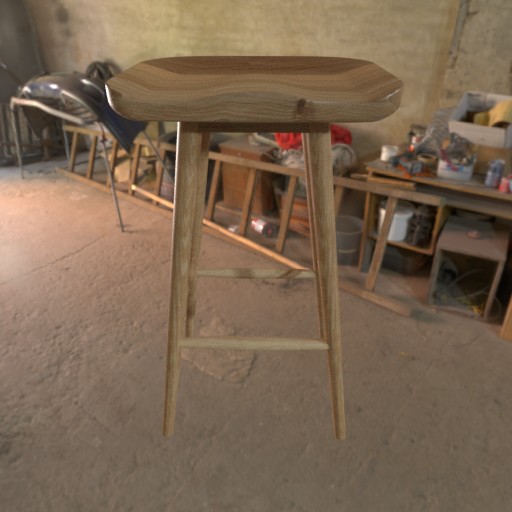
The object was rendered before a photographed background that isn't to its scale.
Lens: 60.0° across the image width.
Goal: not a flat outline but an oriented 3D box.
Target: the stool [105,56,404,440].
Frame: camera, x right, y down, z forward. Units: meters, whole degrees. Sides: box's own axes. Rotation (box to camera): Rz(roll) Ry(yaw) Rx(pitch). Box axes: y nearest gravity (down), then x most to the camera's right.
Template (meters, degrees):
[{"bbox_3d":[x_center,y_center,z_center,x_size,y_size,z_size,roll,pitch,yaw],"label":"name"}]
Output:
[{"bbox_3d":[0.000,0.000,0.886,0.407,0.698,0.322,1,31,1],"label":"stool"}]
